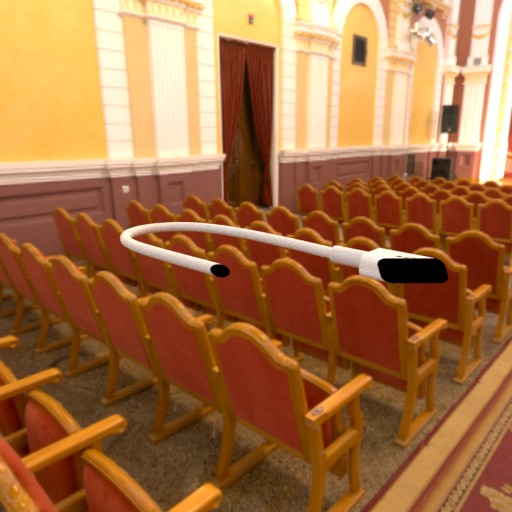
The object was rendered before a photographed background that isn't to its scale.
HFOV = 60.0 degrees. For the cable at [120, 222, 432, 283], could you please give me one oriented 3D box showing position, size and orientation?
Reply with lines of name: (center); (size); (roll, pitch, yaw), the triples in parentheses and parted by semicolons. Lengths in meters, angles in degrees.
cable: (0.000, 0.000, 0.112); (0.098, 0.006, 0.040); (14, 21, 41)
